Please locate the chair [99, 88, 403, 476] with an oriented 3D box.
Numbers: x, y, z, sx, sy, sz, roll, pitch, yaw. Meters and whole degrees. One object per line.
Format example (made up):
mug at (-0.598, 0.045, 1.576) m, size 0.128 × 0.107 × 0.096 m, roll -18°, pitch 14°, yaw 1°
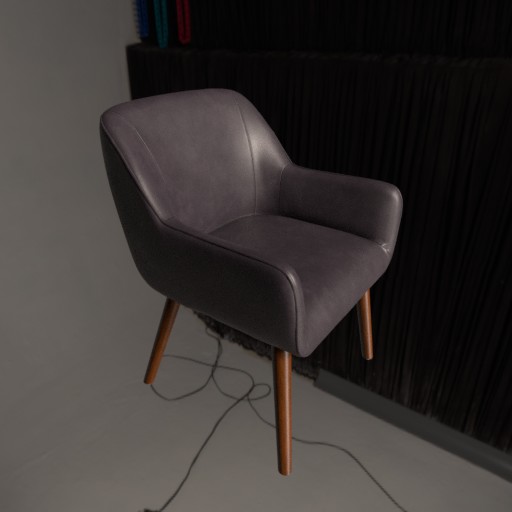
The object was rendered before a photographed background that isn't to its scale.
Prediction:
chair at (0.000, 0.000, 1.247) m, size 0.610 × 0.828 × 0.610 m, roll 18°, pitch 33°, yaw 31°
